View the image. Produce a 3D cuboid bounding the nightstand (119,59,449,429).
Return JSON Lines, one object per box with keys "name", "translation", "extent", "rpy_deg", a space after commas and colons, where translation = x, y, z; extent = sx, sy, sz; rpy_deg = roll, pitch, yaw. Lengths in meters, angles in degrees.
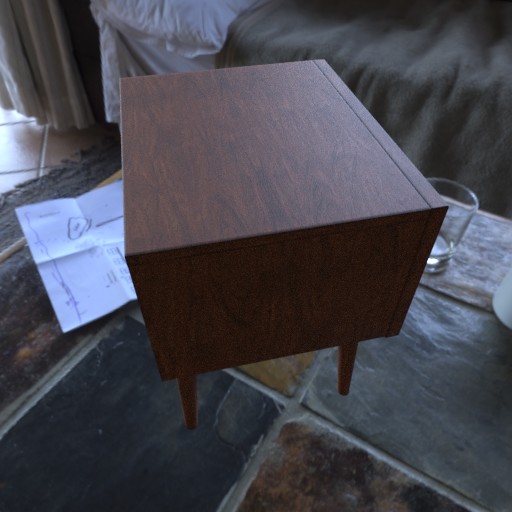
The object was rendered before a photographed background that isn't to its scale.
{"name": "nightstand", "translation": [0.000, 0.000, 0.963], "extent": [0.445, 0.607, 0.521], "rpy_deg": [-9, 46, -9]}
